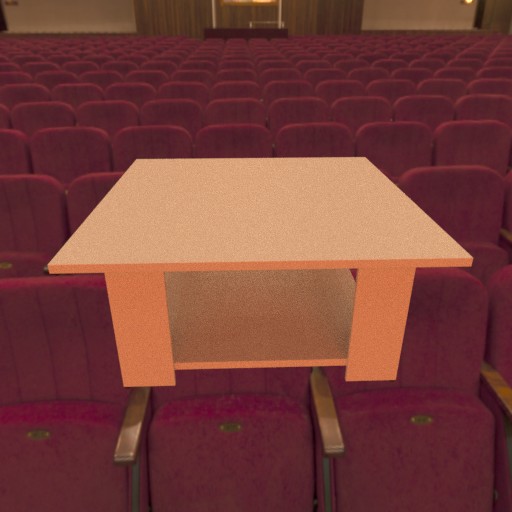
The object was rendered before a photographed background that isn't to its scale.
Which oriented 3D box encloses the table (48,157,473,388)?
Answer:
[{"bbox_3d":[0.000,0.000,1.065,0.670,0.305,0.670,-1,26,-2],"label":"table"}]
